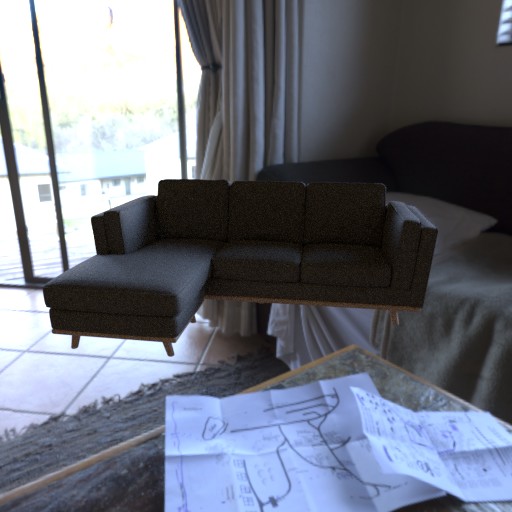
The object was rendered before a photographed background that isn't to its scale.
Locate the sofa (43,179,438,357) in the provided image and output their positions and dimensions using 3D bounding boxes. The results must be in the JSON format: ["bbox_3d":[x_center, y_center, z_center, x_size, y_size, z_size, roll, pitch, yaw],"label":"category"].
[{"bbox_3d":[0.000,0.000,3.178,2.411,0.929,1.604,3,17,8],"label":"sofa"}]
